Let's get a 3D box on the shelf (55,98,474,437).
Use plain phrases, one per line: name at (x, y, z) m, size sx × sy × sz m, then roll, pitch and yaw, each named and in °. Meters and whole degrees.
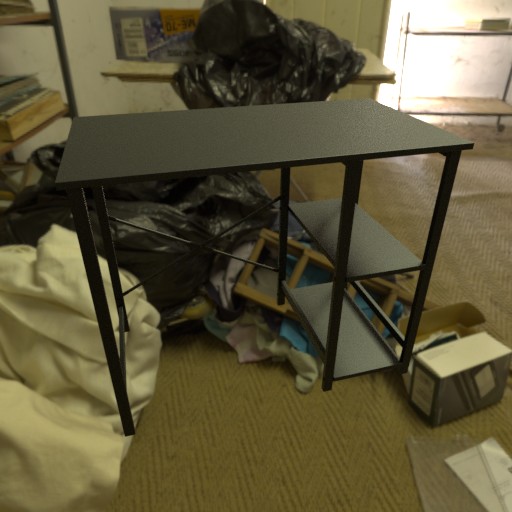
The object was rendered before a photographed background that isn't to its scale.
shelf at (0.000, 0.000, 1.310) m, size 0.902 × 0.749 × 0.498 m, roll -8°, pitch 32°, yaw -13°
